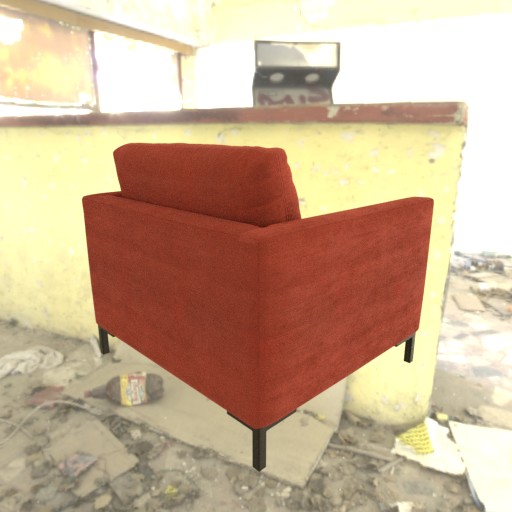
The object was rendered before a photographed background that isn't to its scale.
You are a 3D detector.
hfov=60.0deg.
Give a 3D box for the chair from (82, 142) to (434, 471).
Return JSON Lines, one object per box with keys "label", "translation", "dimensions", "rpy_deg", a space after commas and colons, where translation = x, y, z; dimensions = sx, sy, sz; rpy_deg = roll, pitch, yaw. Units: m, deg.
{"label": "chair", "translation": [0.000, 0.000, 1.629], "dimensions": [0.875, 0.812, 0.964], "rpy_deg": [-15, 21, -42]}
